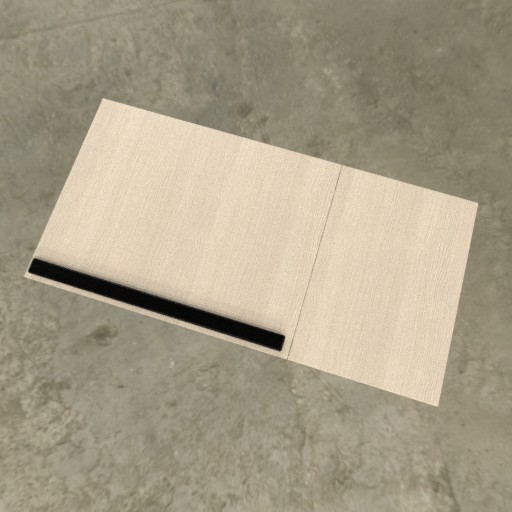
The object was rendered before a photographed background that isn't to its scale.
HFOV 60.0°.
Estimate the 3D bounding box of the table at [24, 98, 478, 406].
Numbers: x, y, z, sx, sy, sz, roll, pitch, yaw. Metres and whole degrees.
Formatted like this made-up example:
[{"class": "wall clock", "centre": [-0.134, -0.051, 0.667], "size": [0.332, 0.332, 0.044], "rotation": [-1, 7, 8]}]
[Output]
[{"class": "table", "centre": [0.000, 0.000, 0.796], "size": [0.644, 0.242, 0.322], "rotation": [17, 77, 4]}]
